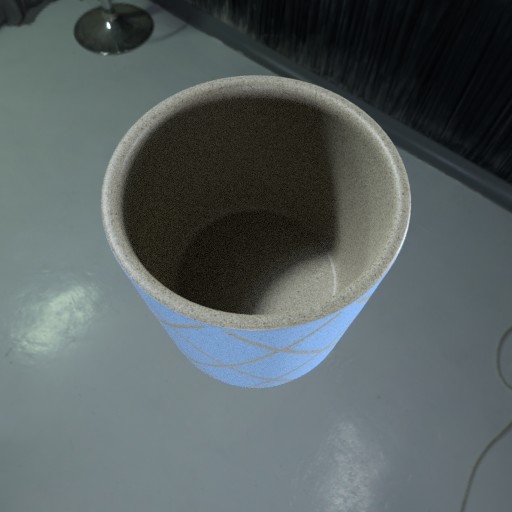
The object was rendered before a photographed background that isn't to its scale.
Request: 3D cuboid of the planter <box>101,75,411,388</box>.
[{"bbox_3d":[0.000,0.000,0.363,0.191,0.200,0.191,0,63,0],"label":"planter"}]
